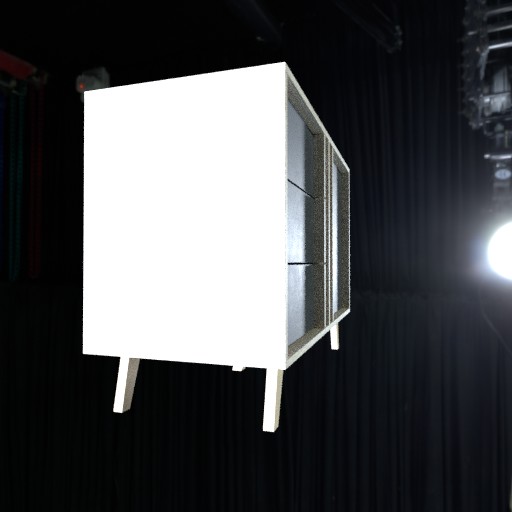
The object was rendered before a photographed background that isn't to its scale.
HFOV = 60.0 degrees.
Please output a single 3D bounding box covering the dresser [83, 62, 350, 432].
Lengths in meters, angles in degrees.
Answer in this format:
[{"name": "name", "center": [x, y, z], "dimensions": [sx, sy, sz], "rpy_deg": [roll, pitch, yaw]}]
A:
[{"name": "dresser", "center": [0.000, 0.000, 1.510], "dimensions": [0.500, 0.780, 1.110], "rpy_deg": [0, -1, 19]}]
